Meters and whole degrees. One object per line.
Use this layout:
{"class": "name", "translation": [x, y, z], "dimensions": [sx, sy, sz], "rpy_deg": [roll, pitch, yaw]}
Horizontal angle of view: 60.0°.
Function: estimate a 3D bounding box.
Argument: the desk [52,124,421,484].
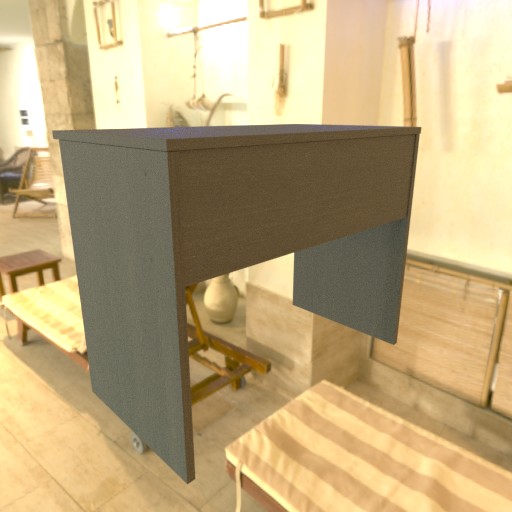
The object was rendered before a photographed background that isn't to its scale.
{"class": "desk", "translation": [0.000, 0.000, 1.310], "dimensions": [0.893, 0.724, 0.498], "rpy_deg": [-17, 24, -41]}
